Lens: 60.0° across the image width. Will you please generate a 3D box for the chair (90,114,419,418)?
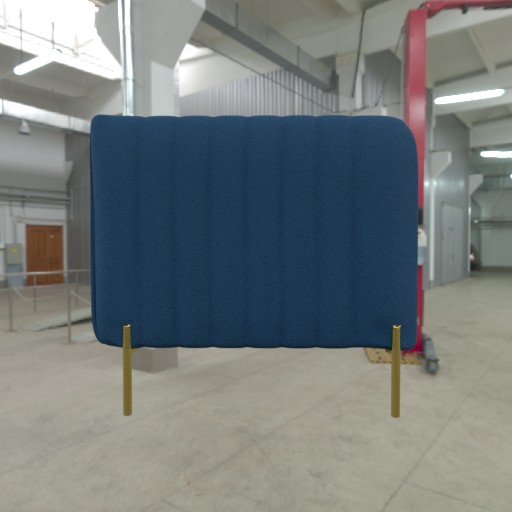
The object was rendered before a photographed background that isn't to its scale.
[{"bbox_3d":[0.000,0.000,1.577,0.877,0.793,0.947,0,2,1],"label":"chair"}]
